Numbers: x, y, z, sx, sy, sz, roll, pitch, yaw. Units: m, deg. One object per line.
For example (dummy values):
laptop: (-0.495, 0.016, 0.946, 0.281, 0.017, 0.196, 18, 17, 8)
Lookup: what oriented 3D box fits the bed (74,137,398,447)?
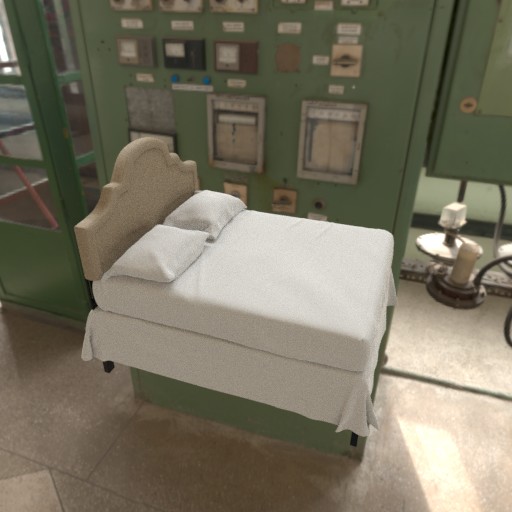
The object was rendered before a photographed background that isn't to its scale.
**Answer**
bed: (0.000, 0.000, 3.447, 2.222, 1.634, 1.780, 10, 31, 18)
